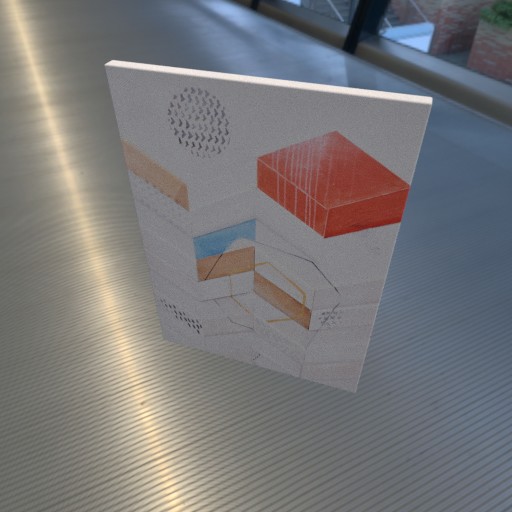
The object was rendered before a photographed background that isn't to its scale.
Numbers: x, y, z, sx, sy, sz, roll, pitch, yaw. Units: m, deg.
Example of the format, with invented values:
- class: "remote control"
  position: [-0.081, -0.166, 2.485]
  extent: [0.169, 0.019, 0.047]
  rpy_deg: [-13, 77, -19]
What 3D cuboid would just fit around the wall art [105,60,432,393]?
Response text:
- class: "wall art"
  position: [0.000, 0.000, 1.080]
  extent: [0.613, 0.848, 0.036]
  rpy_deg: [12, 42, 14]
